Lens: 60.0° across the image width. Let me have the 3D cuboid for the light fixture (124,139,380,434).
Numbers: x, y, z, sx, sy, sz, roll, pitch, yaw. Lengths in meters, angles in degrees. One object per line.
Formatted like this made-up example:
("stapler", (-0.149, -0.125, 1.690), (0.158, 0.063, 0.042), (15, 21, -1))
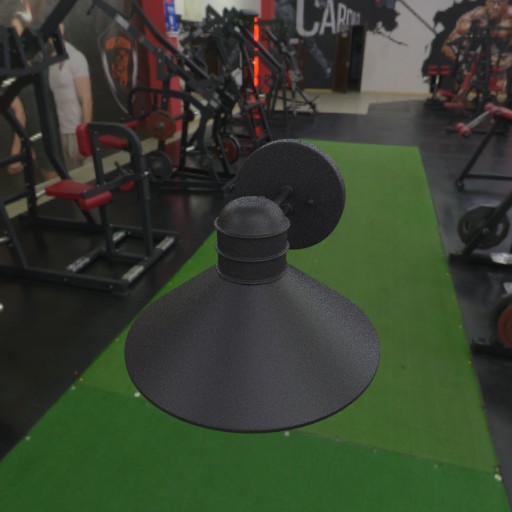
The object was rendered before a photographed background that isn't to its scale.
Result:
("light fixture", (0.000, 0.000, 0.669), (0.396, 0.265, 0.434), (8, 27, 16))
